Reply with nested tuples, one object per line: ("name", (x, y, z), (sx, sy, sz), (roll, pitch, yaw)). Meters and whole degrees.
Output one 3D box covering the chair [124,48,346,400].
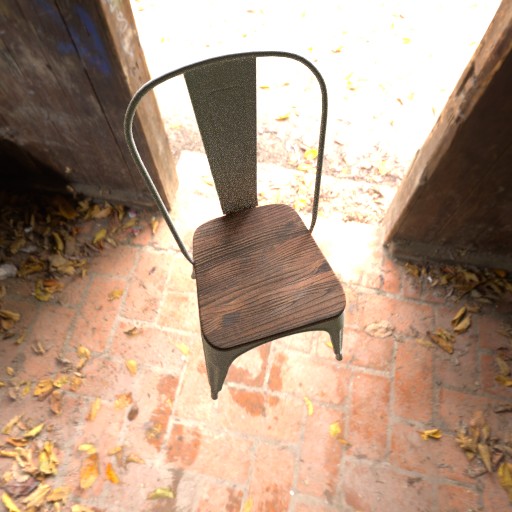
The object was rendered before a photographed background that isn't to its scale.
("chair", (0.000, 0.000, 1.163), (0.452, 0.851, 0.521), (-15, 66, -7))
